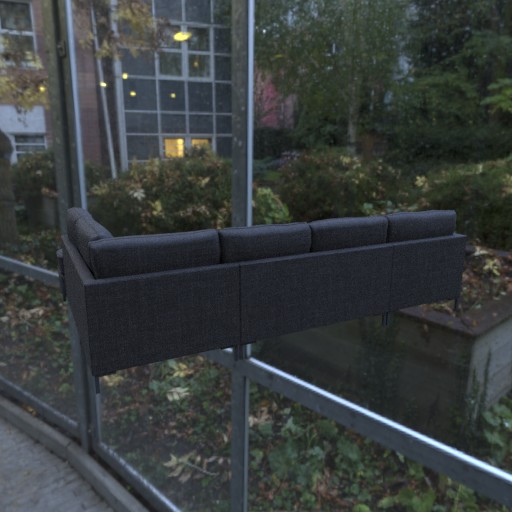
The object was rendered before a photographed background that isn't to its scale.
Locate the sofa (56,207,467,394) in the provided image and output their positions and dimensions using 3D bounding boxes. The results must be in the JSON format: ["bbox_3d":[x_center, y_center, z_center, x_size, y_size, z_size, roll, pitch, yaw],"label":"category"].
[{"bbox_3d":[0.000,0.000,4.290,3.423,0.999,2.048,-7,15,-27],"label":"sofa"}]
